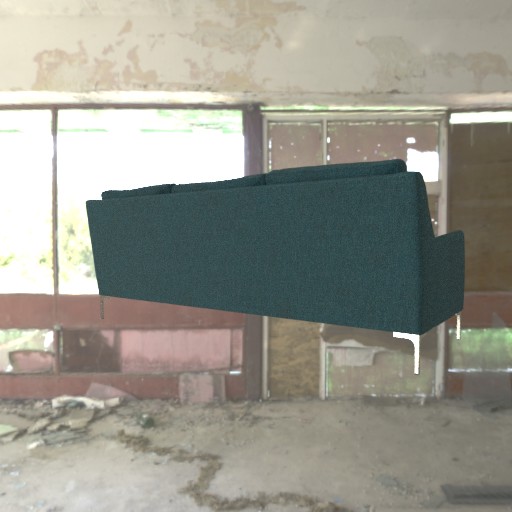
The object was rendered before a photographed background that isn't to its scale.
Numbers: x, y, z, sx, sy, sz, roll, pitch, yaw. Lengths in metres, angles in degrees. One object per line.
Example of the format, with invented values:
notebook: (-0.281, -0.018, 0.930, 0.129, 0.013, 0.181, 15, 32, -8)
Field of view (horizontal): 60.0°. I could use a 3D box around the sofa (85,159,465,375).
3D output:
sofa: (0.000, 0.000, 2.519, 2.060, 0.837, 0.849, 2, 3, 36)
